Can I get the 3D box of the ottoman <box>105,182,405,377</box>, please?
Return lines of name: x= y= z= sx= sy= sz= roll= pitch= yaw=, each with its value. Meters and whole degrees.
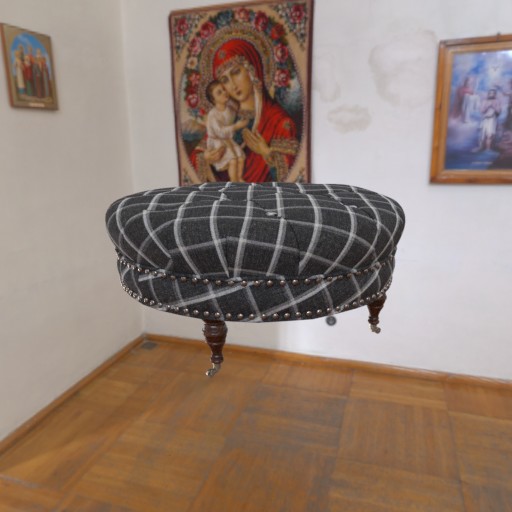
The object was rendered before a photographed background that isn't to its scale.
ottoman: x=0.000 y=0.000 z=1.429 sx=0.901 sy=0.439 sz=0.901 roll=0 pitch=15 yaw=0
